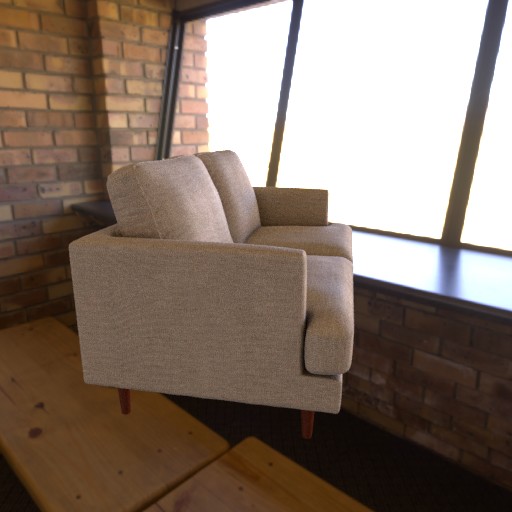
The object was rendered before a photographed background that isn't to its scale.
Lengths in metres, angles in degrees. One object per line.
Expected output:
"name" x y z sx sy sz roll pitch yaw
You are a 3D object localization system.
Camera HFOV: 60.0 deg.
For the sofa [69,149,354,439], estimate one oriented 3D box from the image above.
"sofa" 0.000 0.000 2.094 0.903 0.944 1.582 3 16 11
